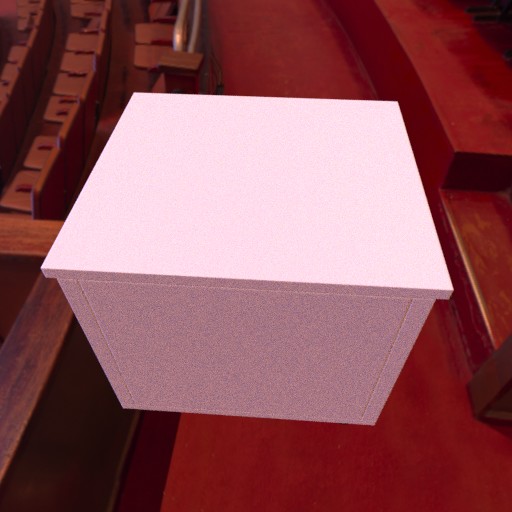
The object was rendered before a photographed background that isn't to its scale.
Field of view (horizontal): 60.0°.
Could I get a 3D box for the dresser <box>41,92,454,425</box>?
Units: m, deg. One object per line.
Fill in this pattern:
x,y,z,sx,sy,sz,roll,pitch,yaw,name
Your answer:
0.000,0.000,0.726,0.430,0.360,0.400,3,47,3,dresser
